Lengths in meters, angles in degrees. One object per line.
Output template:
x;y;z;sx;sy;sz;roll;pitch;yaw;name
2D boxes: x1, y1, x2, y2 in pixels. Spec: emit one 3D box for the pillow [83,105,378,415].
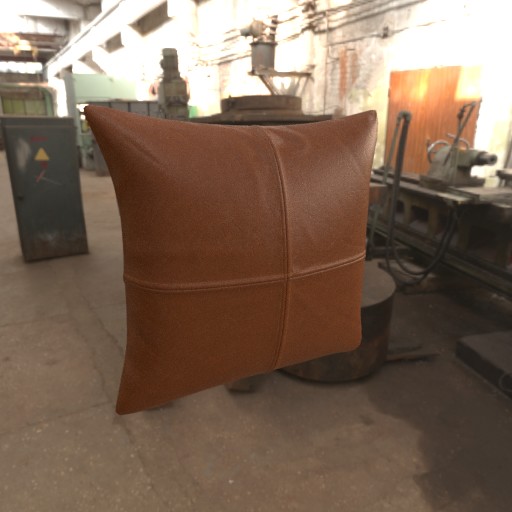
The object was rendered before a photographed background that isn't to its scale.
0.000;0.000;0.749;0.501;0.477;0.192;-9;19;-26;pillow
